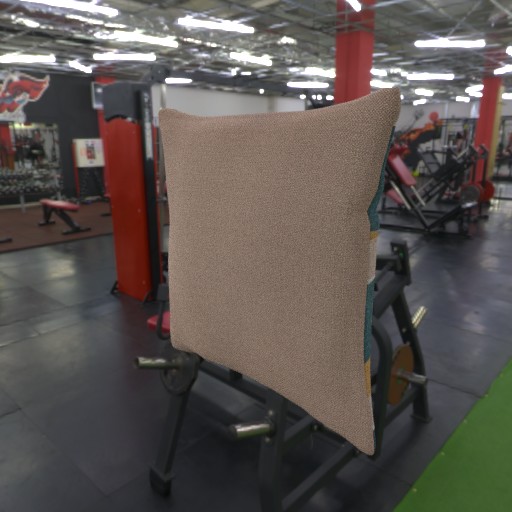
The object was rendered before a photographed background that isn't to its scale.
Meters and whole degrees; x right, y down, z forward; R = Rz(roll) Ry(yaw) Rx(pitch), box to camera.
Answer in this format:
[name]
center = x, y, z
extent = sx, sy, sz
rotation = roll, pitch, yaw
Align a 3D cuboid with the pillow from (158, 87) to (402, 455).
[pillow]
center = 0.000, 0.000, 0.719
extent = 0.158, 0.479, 0.478
rotation = -14, 20, -43
